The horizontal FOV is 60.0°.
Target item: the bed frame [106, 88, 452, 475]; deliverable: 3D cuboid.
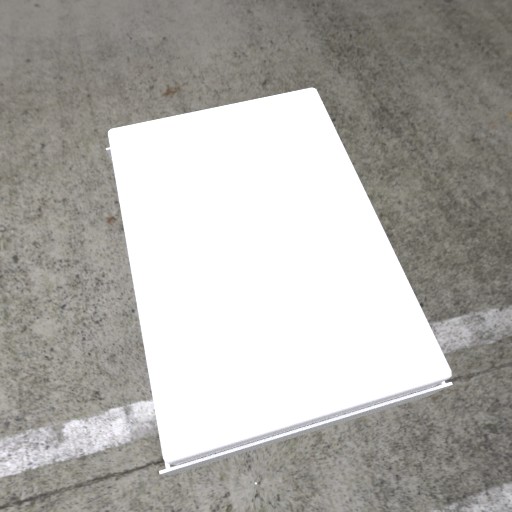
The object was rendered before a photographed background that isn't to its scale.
[{"bbox_3d":[0.000,0.000,2.561,1.445,0.497,1.945,-14,64,-7],"label":"bed frame"}]
